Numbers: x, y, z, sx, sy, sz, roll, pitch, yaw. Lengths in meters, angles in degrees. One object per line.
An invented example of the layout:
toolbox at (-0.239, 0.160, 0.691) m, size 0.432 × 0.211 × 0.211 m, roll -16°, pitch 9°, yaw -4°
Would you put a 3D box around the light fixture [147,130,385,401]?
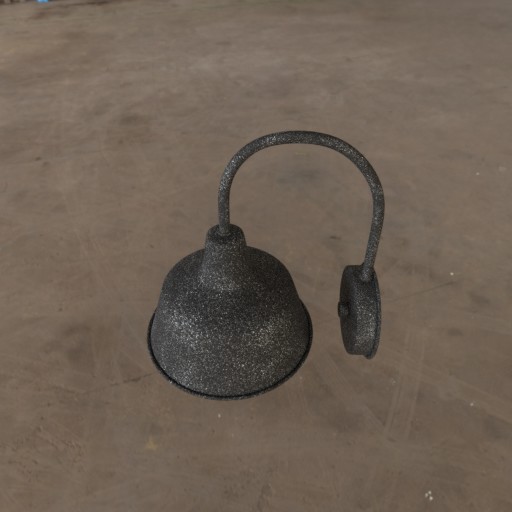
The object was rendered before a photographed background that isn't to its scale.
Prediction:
light fixture at (0.000, 0.000, 0.502) m, size 0.283 × 0.300 × 0.216 m, roll 0°, pitch 40°, yaw 0°
